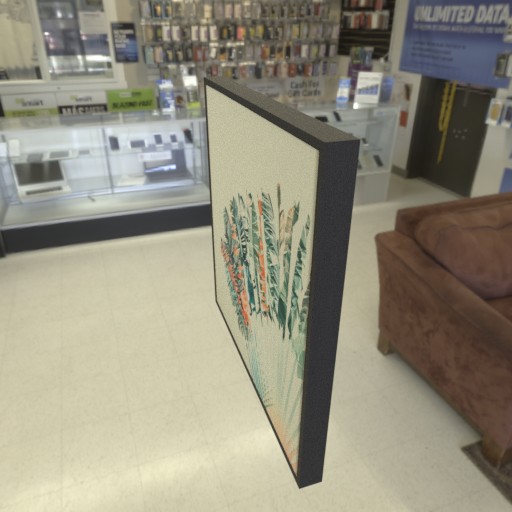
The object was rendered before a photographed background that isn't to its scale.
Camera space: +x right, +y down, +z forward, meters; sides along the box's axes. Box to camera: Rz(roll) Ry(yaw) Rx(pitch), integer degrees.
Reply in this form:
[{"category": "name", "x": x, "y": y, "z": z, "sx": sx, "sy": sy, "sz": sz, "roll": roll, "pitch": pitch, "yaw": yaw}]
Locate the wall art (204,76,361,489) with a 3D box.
[{"category": "wall art", "x": 0.000, "y": 0.000, "z": 0.744, "sx": 0.037, "sy": 0.507, "sz": 0.509, "roll": -9, "pitch": 30, "yaw": -16}]
